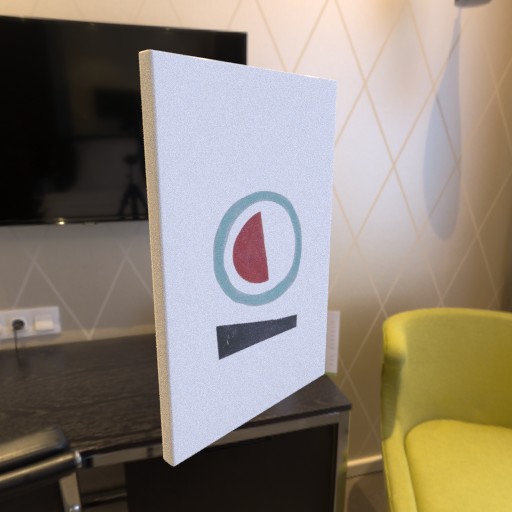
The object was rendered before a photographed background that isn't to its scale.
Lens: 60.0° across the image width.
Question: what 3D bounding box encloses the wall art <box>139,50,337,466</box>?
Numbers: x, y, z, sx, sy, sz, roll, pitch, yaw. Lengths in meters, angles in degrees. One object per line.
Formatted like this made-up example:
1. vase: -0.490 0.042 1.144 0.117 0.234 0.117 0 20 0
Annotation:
1. wall art: 0.000 0.000 1.146 0.048 0.902 0.602 14 20 42
